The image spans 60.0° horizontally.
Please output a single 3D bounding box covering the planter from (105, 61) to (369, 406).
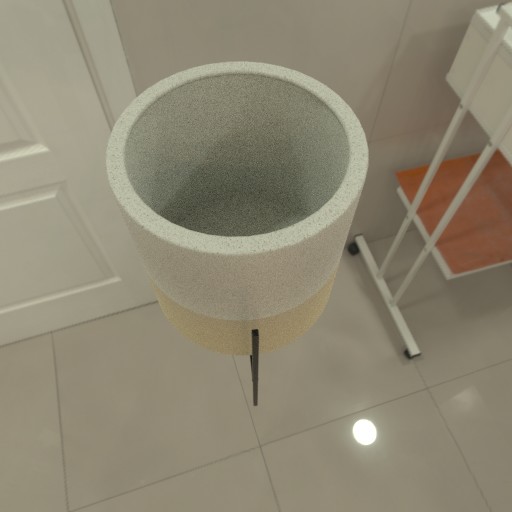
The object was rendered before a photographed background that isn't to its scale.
[{"bbox_3d":[0.000,0.000,0.547,0.263,0.362,0.267,-15,60,-9],"label":"planter"}]
